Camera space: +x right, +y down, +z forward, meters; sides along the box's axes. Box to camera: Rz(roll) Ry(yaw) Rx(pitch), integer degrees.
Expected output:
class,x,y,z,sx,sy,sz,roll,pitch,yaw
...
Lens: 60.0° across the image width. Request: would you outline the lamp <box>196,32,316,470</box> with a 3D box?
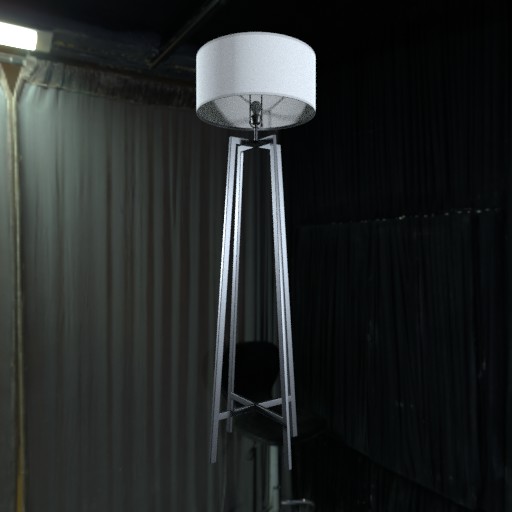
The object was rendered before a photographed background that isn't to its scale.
class,x,y,z,sx,sy,sz,roll,pitch,yaw
lamp,0.000,0.000,1.728,0.457,1.510,0.456,-1,1,-36
